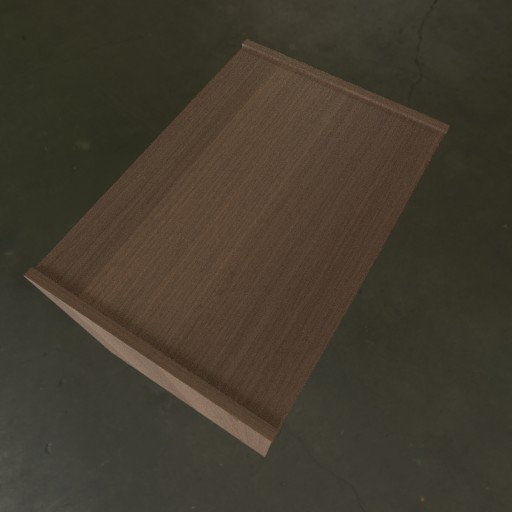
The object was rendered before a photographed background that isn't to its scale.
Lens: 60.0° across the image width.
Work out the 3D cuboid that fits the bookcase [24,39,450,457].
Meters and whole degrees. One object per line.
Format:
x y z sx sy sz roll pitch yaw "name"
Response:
0.000 0.000 0.624 0.290 0.305 0.415 29 67 14 "bookcase"
